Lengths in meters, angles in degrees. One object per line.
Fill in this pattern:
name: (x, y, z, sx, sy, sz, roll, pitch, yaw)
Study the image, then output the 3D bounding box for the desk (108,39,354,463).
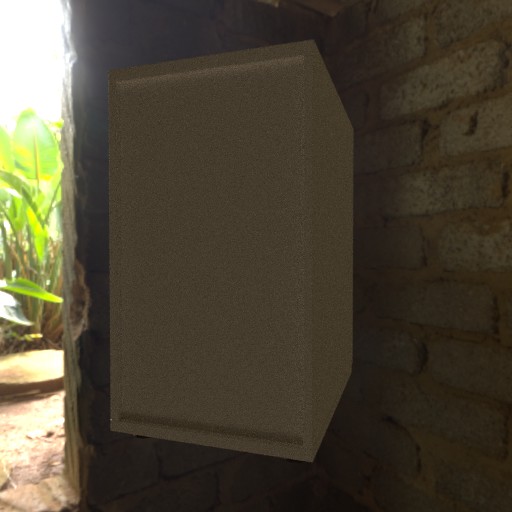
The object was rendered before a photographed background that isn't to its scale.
desk: (0.000, 0.000, 1.087, 0.404, 0.730, 0.600, 0, 1, 19)
